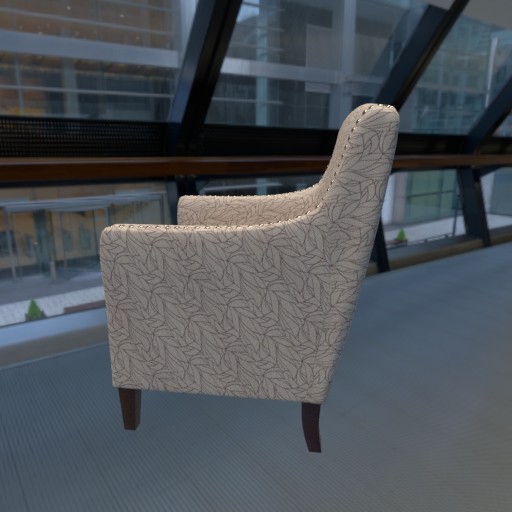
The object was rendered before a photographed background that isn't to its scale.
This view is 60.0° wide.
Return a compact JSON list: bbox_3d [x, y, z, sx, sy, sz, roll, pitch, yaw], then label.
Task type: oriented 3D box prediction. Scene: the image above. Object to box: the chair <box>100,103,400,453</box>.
[{"bbox_3d":[0.000,0.000,1.285,0.651,0.816,0.623,2,15,8],"label":"chair"}]
